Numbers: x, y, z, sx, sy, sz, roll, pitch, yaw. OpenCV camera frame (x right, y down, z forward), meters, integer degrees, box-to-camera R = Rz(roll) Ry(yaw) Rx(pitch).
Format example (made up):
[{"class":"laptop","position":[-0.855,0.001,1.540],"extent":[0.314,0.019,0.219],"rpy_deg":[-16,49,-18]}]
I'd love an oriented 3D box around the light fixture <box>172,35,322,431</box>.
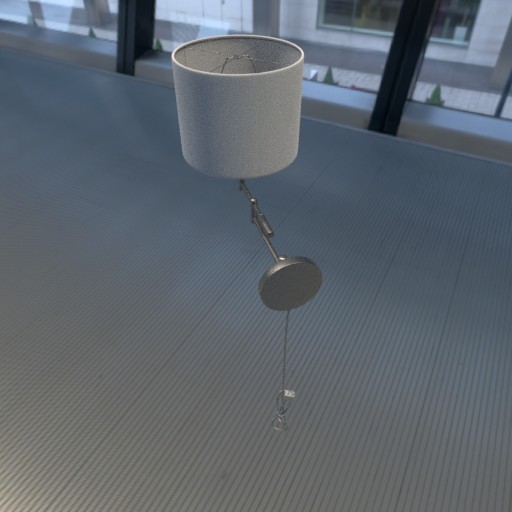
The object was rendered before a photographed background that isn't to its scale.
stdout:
[{"class":"light fixture","position":[0.000,0.000,1.040],"extent":[0.253,0.842,0.479],"rpy_deg":[-12,42,-13]}]
